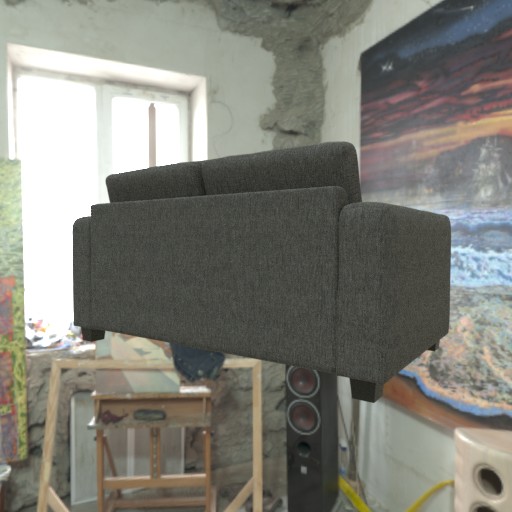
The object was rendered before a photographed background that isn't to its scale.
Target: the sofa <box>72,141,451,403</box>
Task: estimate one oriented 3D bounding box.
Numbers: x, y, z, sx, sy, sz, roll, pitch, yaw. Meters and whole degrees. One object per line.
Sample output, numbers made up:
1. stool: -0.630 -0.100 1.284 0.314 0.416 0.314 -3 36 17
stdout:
1. sofa: 0.000 0.000 2.017 1.520 0.800 0.900 1 3 35
